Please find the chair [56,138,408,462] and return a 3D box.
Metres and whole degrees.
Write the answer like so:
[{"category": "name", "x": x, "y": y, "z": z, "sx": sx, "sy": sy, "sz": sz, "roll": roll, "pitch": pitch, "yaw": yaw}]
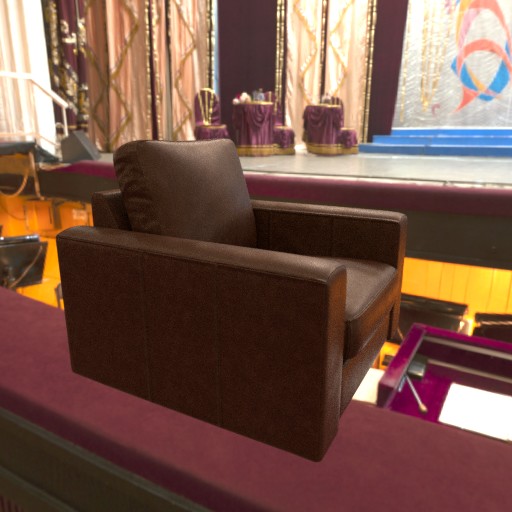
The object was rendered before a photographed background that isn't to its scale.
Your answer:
[{"category": "chair", "x": 0.000, "y": 0.000, "z": 1.716, "sx": 1.016, "sy": 0.873, "sz": 1.005, "roll": 8, "pitch": 18, "yaw": 28}]
